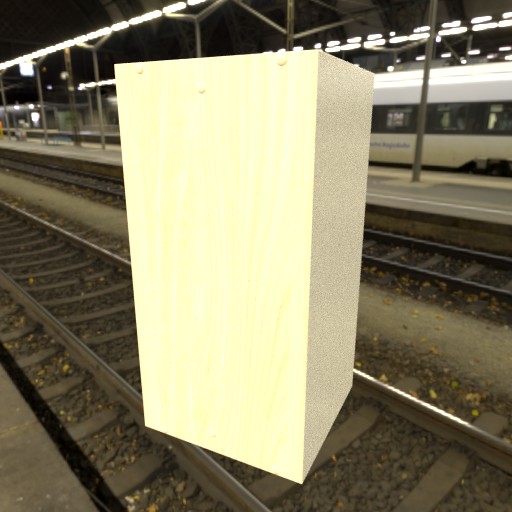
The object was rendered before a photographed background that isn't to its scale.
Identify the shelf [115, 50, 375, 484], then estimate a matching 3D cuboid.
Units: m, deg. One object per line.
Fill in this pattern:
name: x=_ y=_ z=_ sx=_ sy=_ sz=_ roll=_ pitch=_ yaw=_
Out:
shelf: x=0.000 y=0.000 z=0.762 sx=0.297 sy=0.594 sz=0.290 roll=8 pitch=19 yaw=25
